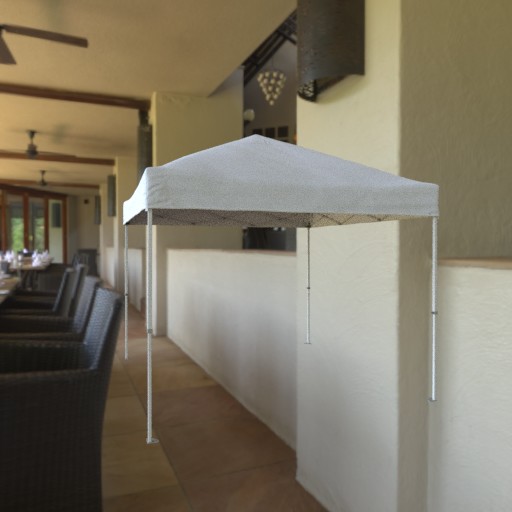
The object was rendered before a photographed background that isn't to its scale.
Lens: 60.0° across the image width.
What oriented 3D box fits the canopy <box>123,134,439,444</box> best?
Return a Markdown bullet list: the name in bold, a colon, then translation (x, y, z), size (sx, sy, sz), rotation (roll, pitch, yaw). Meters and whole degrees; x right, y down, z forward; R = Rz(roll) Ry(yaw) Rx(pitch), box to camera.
- **canopy**: translation (0.000, 0.000, 5.497), size (2.996, 2.997, 2.998), rotation (0, 1, -20)
